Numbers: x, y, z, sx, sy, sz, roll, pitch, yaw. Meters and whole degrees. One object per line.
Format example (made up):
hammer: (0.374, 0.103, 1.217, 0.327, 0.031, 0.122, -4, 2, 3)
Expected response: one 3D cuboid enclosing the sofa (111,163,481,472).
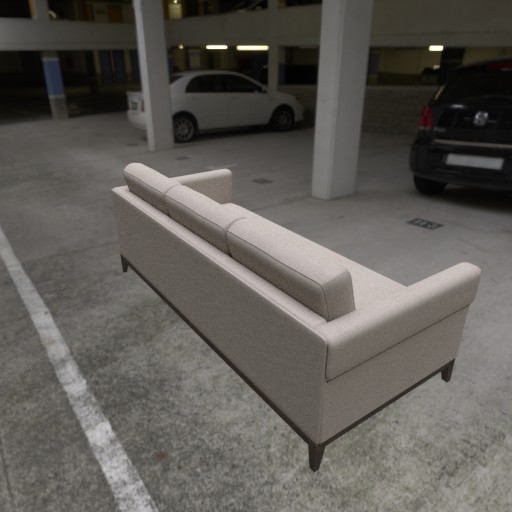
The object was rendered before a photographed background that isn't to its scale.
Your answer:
sofa: (0.000, 0.000, 2.658, 0.959, 0.838, 2.210, -17, 30, -32)
